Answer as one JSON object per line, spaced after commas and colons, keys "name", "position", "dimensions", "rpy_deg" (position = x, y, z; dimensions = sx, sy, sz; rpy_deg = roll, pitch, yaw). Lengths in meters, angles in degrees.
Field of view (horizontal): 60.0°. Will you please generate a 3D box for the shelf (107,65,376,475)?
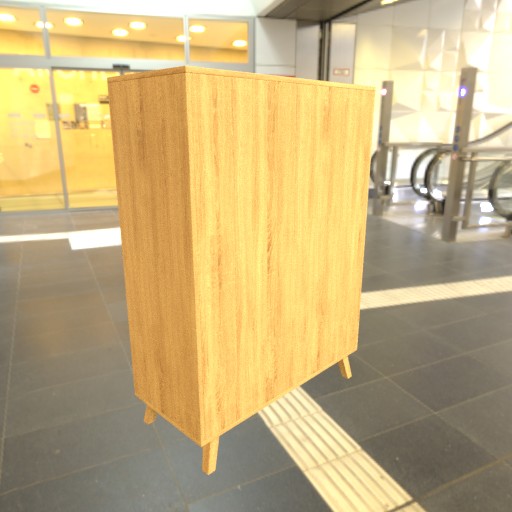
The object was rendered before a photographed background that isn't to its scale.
{"name": "shelf", "position": [0.000, 0.000, 1.901], "dimensions": [0.450, 1.390, 1.000], "rpy_deg": [16, 23, 43]}
